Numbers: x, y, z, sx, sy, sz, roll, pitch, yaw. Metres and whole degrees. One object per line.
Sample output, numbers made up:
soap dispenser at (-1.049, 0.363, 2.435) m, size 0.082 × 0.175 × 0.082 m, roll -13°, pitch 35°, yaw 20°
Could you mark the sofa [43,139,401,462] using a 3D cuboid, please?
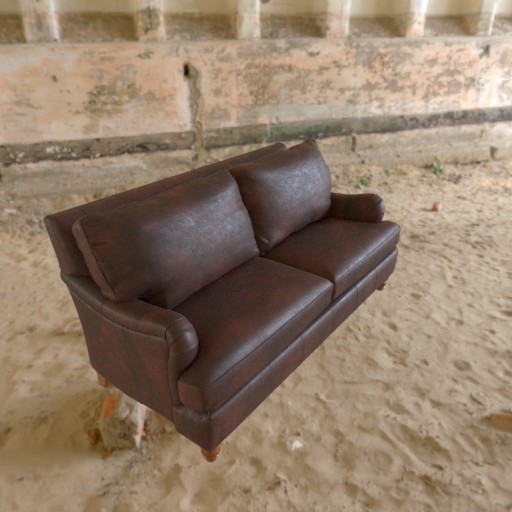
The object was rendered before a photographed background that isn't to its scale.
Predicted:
sofa at (0.000, 0.000, 2.811) m, size 1.147 × 1.071 × 2.144 m, roll 19°, pitch 33°, yaw 33°
